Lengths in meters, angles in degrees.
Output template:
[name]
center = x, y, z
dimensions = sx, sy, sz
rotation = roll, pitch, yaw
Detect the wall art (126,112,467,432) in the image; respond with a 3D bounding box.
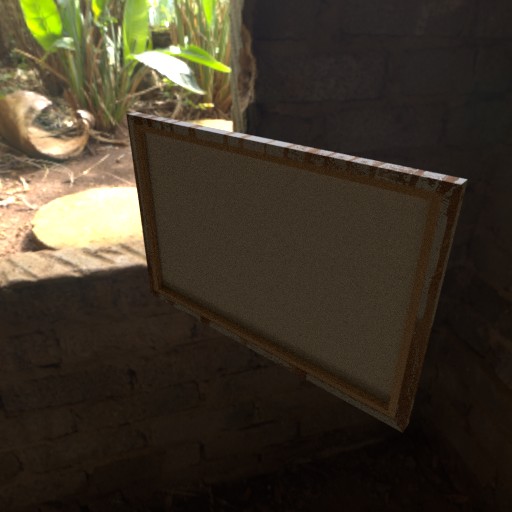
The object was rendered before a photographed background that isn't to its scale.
[wall art]
center = 0.000, 0.000, 1.153
dimensions = 0.914, 0.609, 0.035
rotation = 22, 36, 34
